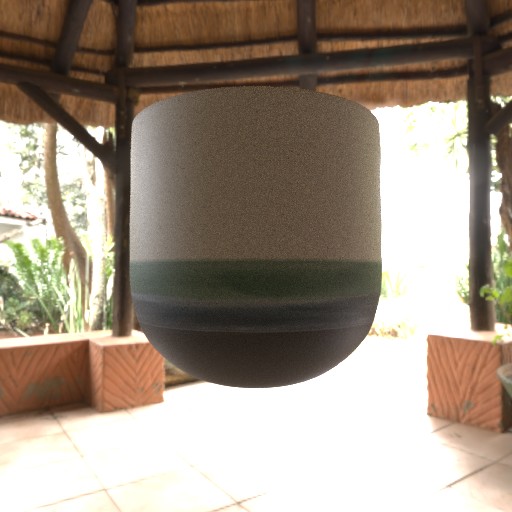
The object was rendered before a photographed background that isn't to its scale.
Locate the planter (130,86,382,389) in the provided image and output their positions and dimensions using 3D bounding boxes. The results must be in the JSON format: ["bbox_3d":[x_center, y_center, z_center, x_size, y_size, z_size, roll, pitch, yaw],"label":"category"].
[{"bbox_3d":[0.000,0.000,0.489,0.268,0.270,0.268,0,-2,0],"label":"planter"}]
